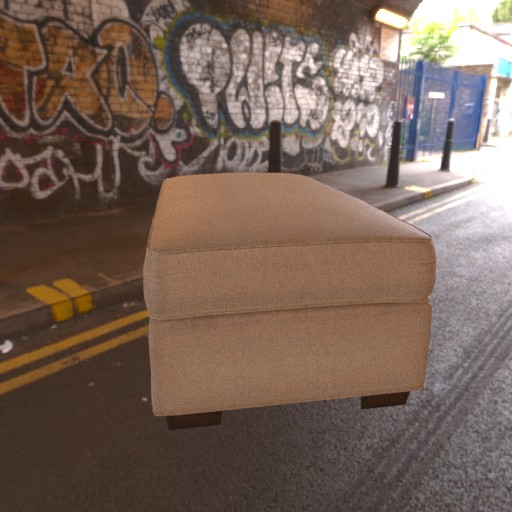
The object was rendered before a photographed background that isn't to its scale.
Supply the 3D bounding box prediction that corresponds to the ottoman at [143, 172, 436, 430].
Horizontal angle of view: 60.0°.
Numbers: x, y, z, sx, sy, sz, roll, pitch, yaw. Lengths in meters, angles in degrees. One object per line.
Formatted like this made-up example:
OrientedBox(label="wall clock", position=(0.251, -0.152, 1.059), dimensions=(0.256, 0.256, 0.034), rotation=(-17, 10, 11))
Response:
OrientedBox(label="ottoman", position=(0.000, 0.000, 1.427), dimensions=(0.617, 0.448, 1.097), rotation=(-3, 18, -9))
